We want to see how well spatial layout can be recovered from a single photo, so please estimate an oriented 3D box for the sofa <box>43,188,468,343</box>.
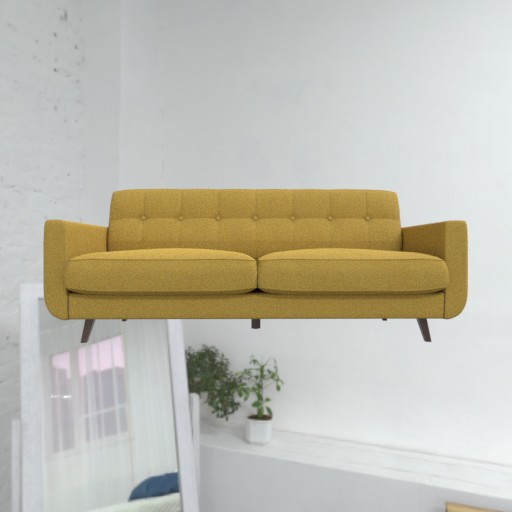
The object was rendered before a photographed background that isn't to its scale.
[{"bbox_3d":[0.000,0.000,2.503,2.029,0.841,0.909,0,0,-1],"label":"sofa"}]
